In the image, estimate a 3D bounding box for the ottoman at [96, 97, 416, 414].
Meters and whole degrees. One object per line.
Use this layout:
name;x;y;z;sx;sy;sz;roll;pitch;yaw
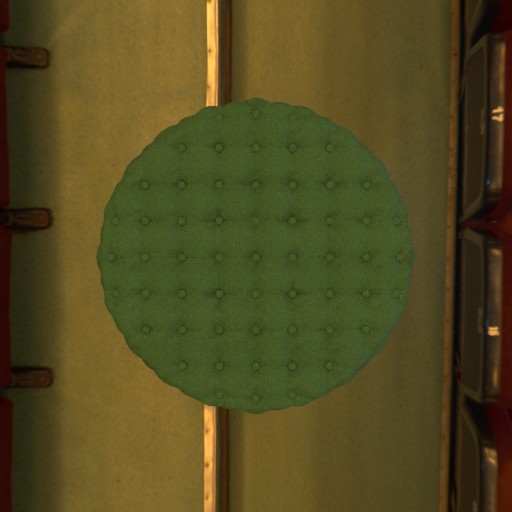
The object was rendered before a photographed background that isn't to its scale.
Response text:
ottoman;0.000;0.000;1.542;0.998;0.399;0.998;0;91;0
